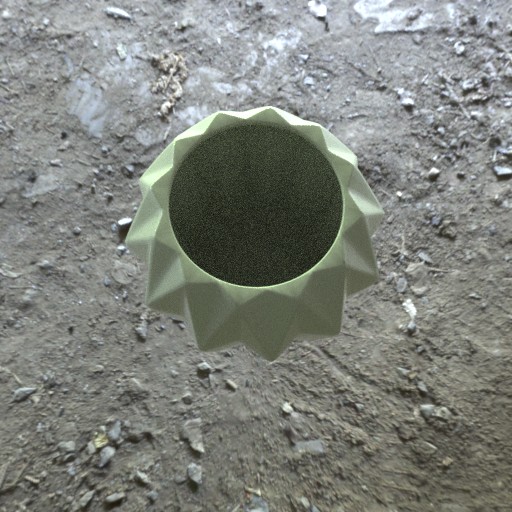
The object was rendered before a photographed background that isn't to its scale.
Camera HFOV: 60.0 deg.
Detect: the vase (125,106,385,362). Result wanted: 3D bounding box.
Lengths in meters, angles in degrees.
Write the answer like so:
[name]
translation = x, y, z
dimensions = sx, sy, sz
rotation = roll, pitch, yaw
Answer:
[vase]
translation = 0.000, 0.000, 0.409
dimensions = 0.195, 0.275, 0.195
rotation = 0, 75, 0
